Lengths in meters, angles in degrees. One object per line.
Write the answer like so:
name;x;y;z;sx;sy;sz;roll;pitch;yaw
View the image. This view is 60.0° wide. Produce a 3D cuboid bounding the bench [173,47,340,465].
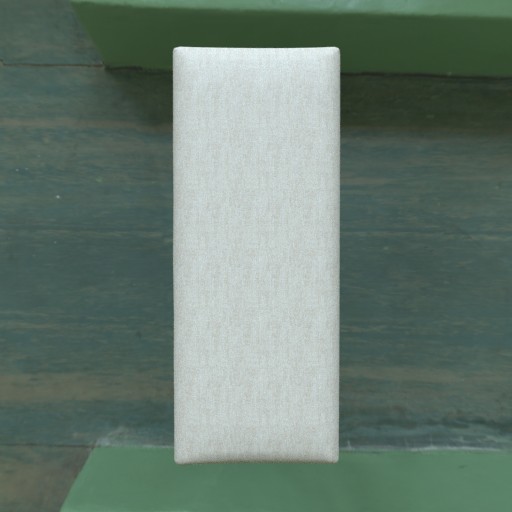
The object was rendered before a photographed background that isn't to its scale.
bench;0.000;0.000;1.244;0.407;0.456;1.013;0;91;0
